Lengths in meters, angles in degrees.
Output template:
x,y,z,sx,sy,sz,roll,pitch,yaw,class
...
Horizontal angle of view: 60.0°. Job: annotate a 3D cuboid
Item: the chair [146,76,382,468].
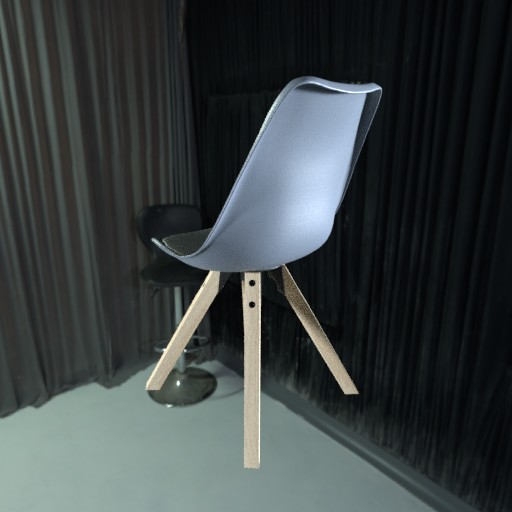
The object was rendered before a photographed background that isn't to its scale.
x,y,z,sx,sy,sz,roll,pitch,yaw,class
0.000,0.000,1.184,0.485,0.850,0.550,-16,24,-42,chair
